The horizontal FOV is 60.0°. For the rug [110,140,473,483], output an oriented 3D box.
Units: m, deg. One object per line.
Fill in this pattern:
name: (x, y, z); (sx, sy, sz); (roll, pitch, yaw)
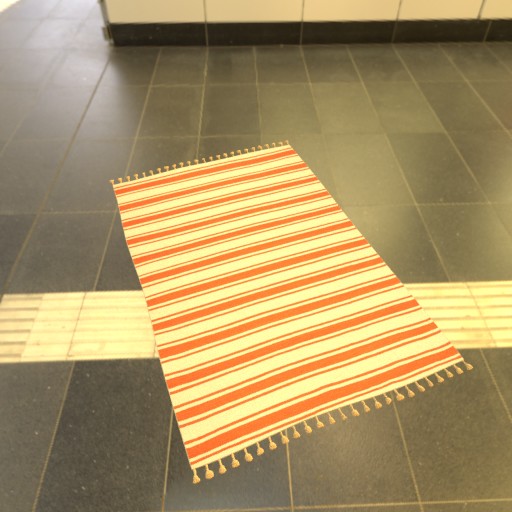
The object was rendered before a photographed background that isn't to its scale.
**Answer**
rug: (0.000, 0.000, 2.949); (1.556, 0.022, 2.433); (-16, 49, -15)
